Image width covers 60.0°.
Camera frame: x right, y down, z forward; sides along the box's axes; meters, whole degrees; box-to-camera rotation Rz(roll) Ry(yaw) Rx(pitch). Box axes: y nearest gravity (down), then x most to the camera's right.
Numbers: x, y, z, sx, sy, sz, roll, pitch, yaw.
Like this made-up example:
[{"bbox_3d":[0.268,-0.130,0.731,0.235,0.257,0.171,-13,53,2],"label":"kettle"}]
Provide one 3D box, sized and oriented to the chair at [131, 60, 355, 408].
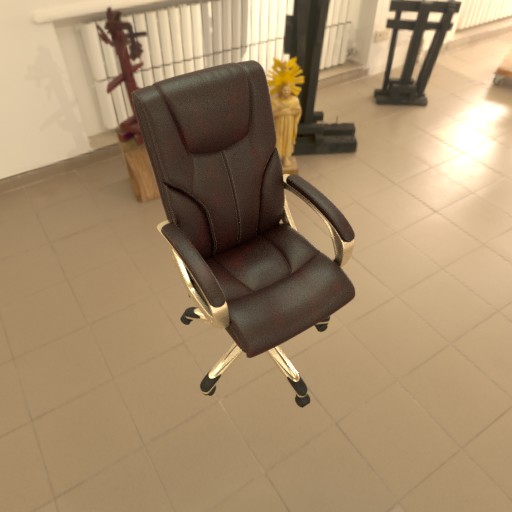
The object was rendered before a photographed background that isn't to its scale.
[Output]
[{"bbox_3d":[0.000,0.000,1.609,0.662,1.107,0.739,-25,50,-23],"label":"chair"}]
